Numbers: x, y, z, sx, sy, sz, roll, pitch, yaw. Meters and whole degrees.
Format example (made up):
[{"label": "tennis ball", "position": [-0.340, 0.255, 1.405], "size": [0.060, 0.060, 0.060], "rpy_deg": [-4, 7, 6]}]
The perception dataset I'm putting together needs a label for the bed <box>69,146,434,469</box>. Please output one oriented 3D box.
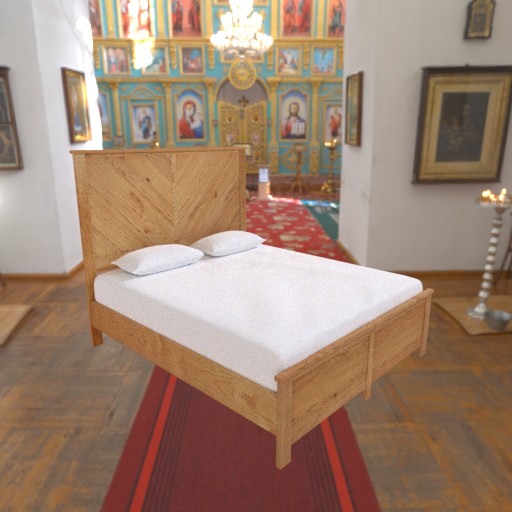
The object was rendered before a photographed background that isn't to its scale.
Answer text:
[{"label": "bed", "position": [0.000, 0.000, 4.181], "size": [2.530, 1.938, 2.225], "rpy_deg": [14, 20, 42]}]
